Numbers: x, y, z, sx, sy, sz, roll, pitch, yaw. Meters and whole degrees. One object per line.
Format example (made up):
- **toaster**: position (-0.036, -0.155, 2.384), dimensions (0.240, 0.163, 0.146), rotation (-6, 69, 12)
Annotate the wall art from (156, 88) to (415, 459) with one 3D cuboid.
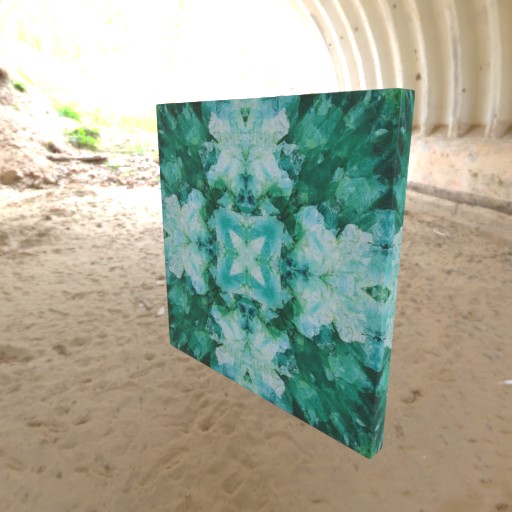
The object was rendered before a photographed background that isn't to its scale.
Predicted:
- **wall art**: position (0.000, 0.000, 0.756), dimensions (0.507, 0.508, 0.038), rotation (15, 22, 43)
